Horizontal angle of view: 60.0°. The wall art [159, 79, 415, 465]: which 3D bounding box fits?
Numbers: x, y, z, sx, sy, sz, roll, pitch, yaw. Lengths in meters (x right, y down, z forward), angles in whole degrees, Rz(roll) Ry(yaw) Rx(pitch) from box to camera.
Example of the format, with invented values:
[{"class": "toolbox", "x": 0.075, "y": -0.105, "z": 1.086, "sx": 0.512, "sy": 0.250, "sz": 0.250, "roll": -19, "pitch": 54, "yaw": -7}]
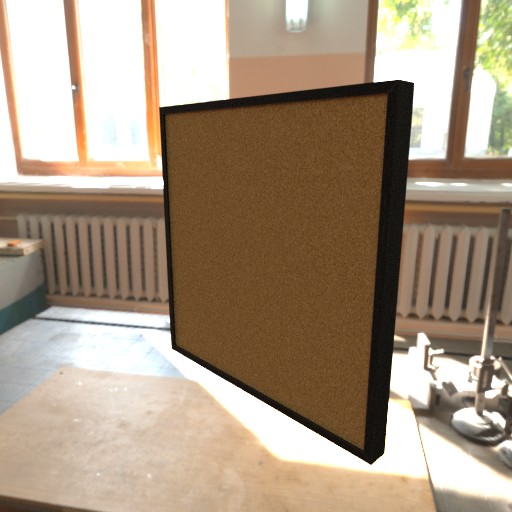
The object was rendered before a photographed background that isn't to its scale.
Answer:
[{"class": "wall art", "x": 0.000, "y": 0.000, "z": 0.748, "sx": 0.036, "sy": 0.506, "sz": 0.506, "roll": -13, "pitch": 19, "yaw": -42}]
